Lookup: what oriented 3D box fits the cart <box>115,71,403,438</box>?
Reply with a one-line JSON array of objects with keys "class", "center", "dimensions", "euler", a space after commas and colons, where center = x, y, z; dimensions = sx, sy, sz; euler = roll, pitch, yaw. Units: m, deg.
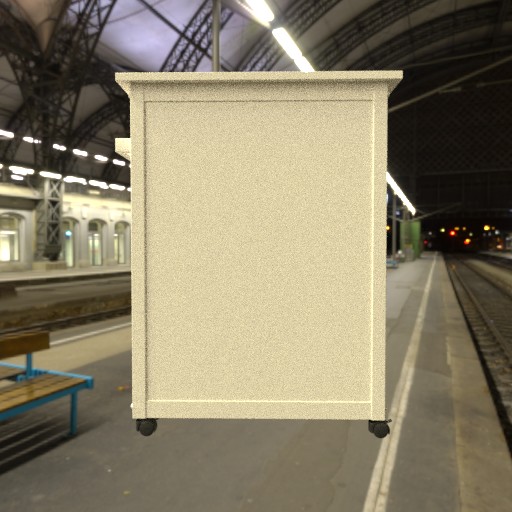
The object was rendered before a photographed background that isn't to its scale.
[{"class": "cart", "center": [0.000, 0.000, 1.257], "dimensions": [0.683, 0.864, 0.442], "euler": [0, 2, 1]}]
